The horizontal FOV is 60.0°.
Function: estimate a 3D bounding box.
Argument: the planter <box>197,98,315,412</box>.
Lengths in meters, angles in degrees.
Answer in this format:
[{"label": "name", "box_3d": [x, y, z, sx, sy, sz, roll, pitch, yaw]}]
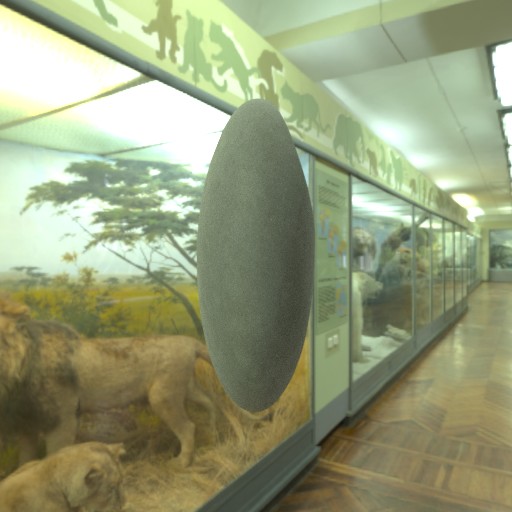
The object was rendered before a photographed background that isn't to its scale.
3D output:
[{"label": "planter", "box_3d": [0.000, 0.000, 0.282, 0.071, 0.188, 0.185, 0, 0, 0]}]
